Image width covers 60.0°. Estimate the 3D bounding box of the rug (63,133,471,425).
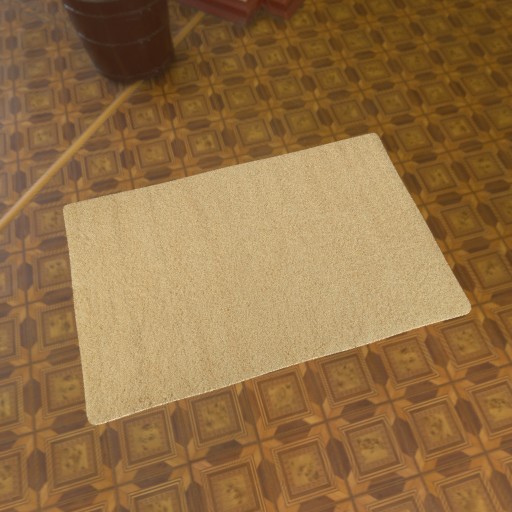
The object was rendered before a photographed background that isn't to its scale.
[{"bbox_3d":[0.000,0.000,2.899,2.349,0.026,1.500,-15,64,-7],"label":"rug"}]
